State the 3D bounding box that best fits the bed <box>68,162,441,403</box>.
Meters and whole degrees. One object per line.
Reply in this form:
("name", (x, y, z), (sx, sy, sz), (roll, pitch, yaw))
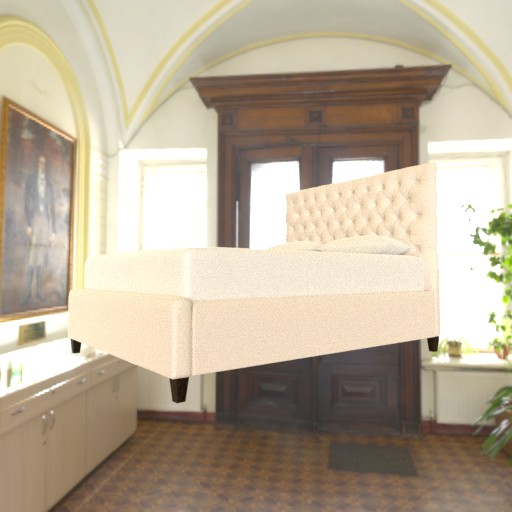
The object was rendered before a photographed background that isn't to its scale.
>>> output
("bed", (0.000, 0.000, 3.318), (2.233, 1.426, 1.696), (2, -3, -38))
